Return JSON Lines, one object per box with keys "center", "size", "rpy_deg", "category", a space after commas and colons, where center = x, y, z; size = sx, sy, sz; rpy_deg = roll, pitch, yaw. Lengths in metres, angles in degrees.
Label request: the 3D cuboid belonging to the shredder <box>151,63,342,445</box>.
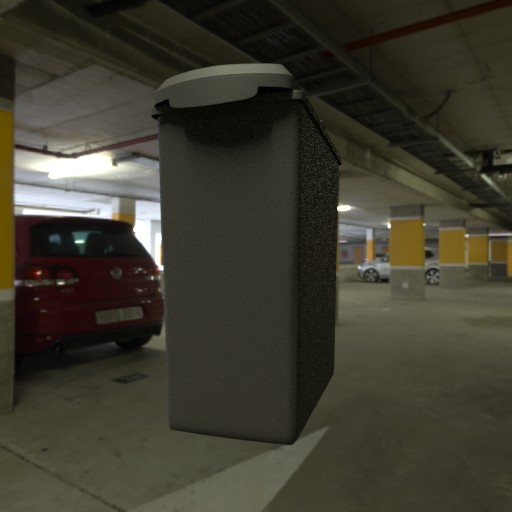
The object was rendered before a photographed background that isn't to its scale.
{"center": [0.000, 0.000, 0.526], "size": [0.170, 0.335, 0.320], "rpy_deg": [0, 0, 18], "category": "shredder"}
